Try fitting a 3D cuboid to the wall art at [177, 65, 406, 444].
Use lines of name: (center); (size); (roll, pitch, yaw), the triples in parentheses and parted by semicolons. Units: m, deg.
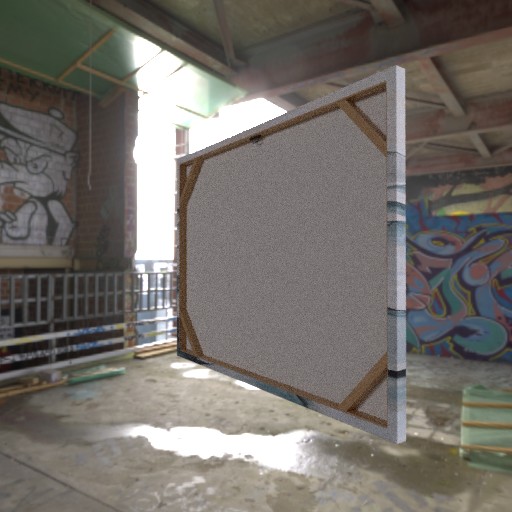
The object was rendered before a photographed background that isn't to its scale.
wall art: (0.000, 0.000, 1.573); (0.039, 0.915, 1.219); (0, -1, -35)
